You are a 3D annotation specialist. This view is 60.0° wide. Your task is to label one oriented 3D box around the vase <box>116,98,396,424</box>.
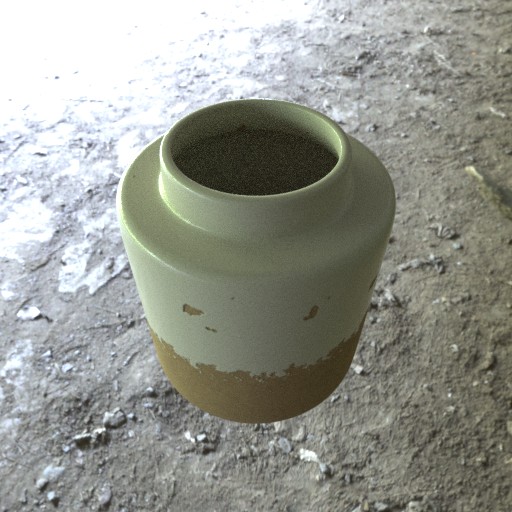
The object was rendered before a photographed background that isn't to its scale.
[{"bbox_3d":[0.000,0.000,0.286,0.153,0.167,0.153,0,46,0],"label":"vase"}]
